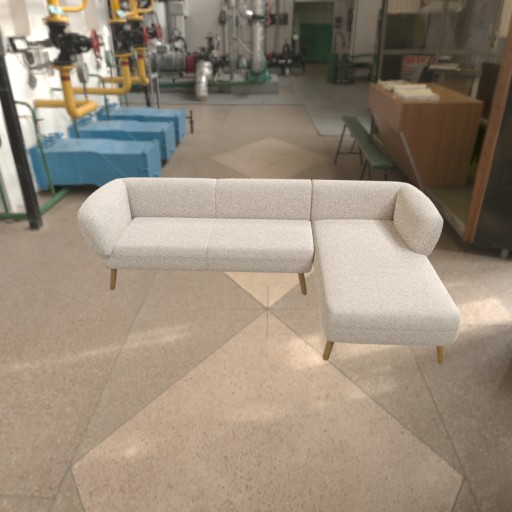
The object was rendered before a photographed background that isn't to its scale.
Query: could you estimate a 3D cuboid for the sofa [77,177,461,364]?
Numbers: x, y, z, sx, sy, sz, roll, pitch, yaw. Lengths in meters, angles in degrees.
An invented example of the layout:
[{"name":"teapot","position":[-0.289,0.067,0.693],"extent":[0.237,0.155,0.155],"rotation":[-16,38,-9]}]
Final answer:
[{"name":"sofa","position":[0.000,0.000,3.315],"extent":[2.660,0.730,1.610],"rotation":[1,28,2]}]
